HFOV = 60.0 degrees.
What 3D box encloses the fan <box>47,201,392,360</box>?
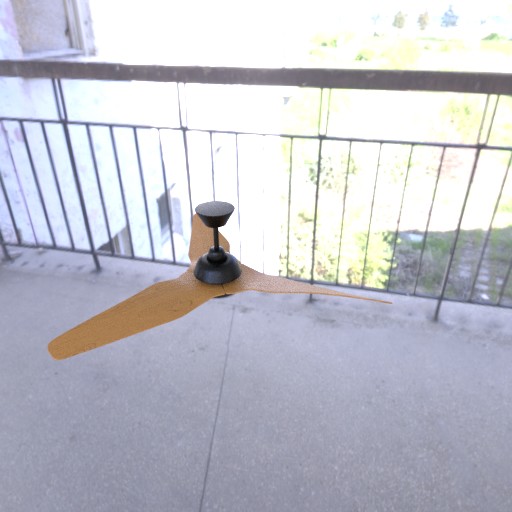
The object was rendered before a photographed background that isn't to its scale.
[{"bbox_3d":[0.000,0.000,1.649,1.010,0.355,1.142,8,30,13],"label":"fan"}]
